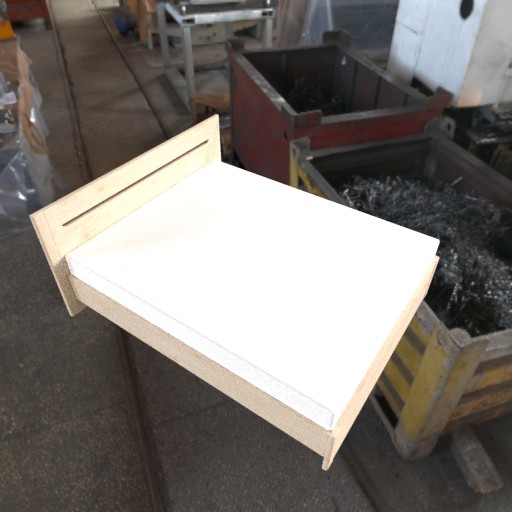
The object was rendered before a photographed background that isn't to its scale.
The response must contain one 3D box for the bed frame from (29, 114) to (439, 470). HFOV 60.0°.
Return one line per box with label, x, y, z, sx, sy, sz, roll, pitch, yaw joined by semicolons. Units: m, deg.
bed frame;0.000;0.000;3.076;2.080;0.900;1.800;24;47;26
